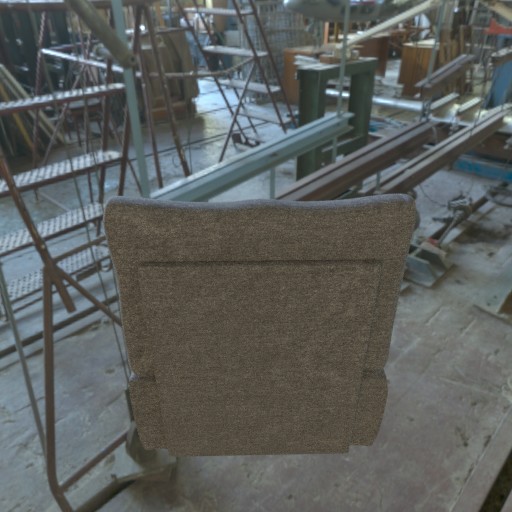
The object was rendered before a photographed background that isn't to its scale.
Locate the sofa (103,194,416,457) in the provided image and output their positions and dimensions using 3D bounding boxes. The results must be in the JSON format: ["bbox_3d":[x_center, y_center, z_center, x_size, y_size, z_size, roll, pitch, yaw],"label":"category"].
[{"bbox_3d":[0.000,0.000,1.524,0.700,0.820,1.000,-1,32,-1],"label":"sofa"}]
